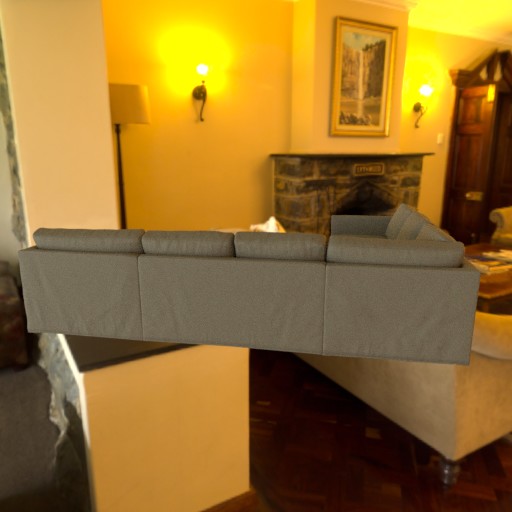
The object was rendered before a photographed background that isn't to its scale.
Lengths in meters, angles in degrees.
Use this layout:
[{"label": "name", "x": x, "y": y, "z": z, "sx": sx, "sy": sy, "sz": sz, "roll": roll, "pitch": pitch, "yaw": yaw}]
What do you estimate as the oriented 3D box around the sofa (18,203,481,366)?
[{"label": "sofa", "x": 0.000, "y": 0.000, "z": 4.418, "sx": 3.460, "sy": 0.882, "sz": 2.427, "roll": 2, "pitch": 14, "yaw": 10}]
